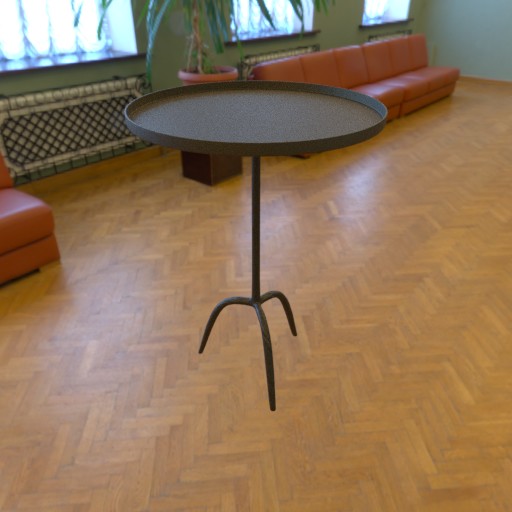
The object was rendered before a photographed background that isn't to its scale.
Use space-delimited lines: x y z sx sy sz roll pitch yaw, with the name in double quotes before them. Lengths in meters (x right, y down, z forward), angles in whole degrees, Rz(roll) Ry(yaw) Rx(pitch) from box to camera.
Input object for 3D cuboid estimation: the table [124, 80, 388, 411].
"table" 0.000 0.000 1.054 0.502 0.700 0.502 23 38 33
